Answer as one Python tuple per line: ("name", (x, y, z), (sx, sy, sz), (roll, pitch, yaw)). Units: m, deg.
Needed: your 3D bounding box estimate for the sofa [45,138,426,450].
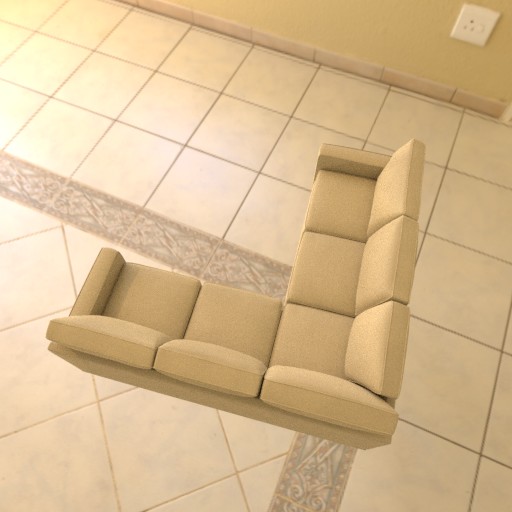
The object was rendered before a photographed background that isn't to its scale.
("sofa", (0.000, 0.000, 3.354), (2.189, 0.939, 2.182), (13, 64, 7))
